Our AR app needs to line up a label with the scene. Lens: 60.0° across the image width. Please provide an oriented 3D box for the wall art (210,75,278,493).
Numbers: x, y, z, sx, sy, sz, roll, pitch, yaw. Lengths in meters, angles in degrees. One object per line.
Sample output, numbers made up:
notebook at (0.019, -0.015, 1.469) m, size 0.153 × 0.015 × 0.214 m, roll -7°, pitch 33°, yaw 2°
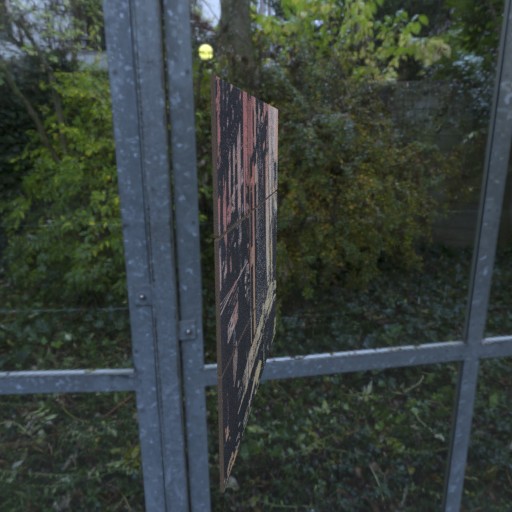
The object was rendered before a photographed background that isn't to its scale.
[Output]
wall art at (0.000, 0.000, 1.810) m, size 0.013 × 1.216 × 1.216 m, roll 3°, pitch 15°, yaw 10°
